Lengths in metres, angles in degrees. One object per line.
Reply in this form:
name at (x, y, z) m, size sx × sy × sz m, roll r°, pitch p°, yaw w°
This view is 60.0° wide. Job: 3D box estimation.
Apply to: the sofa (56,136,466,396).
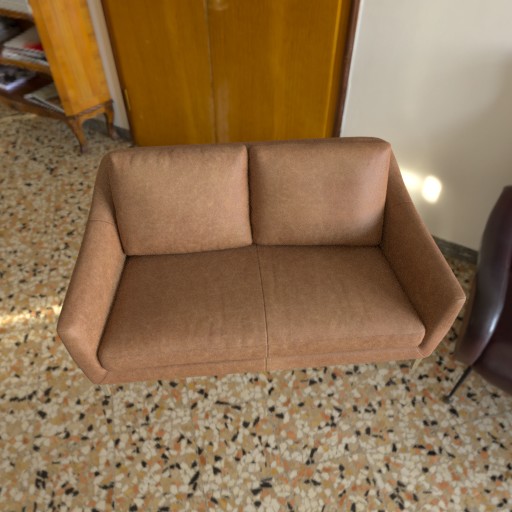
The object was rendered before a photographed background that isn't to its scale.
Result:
sofa at (0.000, 0.000, 2.142) m, size 1.619 × 0.902 × 0.960 m, roll -4°, pitch 46°, yaw -4°
